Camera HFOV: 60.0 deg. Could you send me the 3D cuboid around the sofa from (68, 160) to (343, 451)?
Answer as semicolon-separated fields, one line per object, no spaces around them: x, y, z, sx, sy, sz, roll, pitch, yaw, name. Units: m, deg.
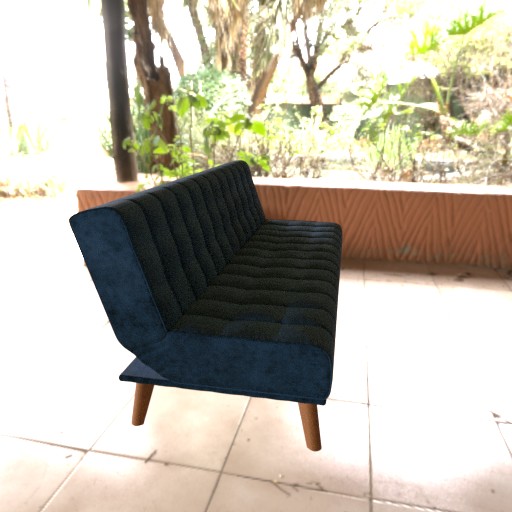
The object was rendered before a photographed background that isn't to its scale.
0.000;0.000;2.273;0.855;0.813;1.804;3;17;11;sofa
